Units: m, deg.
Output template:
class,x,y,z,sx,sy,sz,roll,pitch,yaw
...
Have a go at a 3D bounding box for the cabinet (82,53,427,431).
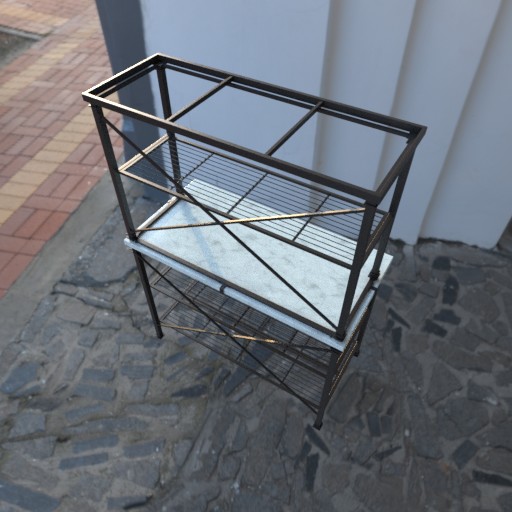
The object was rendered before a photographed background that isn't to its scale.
class,x,y,z,sx,sy,sz,roll,pitch,yaw
cabinet,0.000,0.000,2.238,1.210,1.659,0.610,24,51,21
